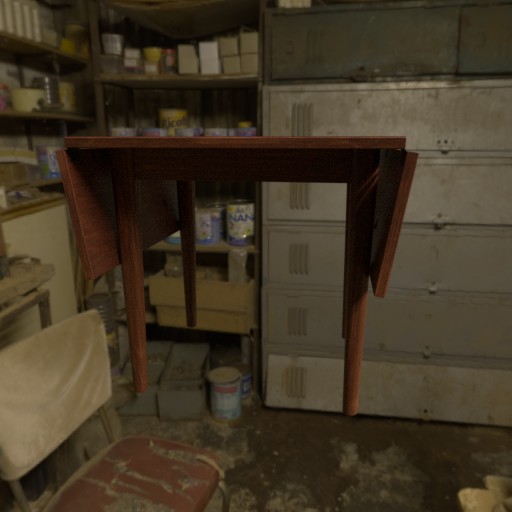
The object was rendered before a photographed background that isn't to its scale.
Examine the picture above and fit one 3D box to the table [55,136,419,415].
[{"bbox_3d":[0.000,0.000,1.472,0.843,0.763,0.812,3,15,10],"label":"table"}]
